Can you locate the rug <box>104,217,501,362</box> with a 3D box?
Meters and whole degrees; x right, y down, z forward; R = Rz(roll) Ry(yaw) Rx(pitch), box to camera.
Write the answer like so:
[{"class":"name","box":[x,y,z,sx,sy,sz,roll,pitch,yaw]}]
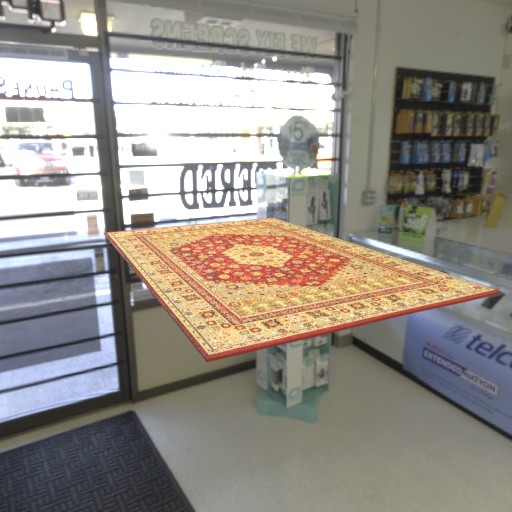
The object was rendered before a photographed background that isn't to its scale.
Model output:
[{"class":"rug","box":[0.000,0.000,2.207,1.194,0.013,1.802,-7,17,-26]}]
